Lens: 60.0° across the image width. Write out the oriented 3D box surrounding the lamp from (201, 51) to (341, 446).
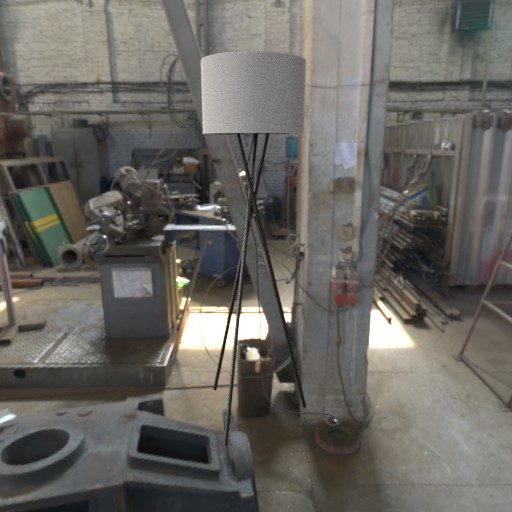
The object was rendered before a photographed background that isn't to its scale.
[{"bbox_3d":[0.000,0.000,1.976,0.667,1.624,0.522,14,20,43],"label":"lamp"}]
